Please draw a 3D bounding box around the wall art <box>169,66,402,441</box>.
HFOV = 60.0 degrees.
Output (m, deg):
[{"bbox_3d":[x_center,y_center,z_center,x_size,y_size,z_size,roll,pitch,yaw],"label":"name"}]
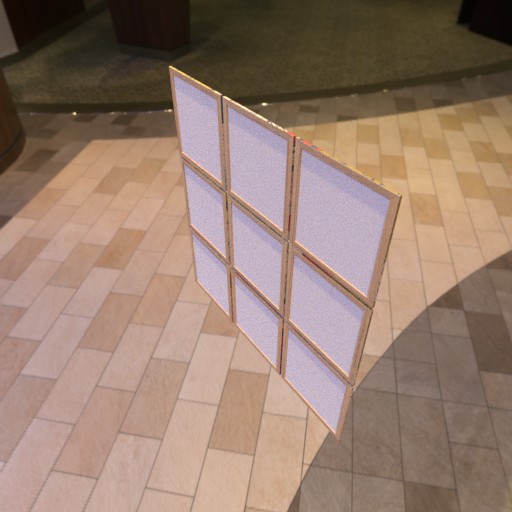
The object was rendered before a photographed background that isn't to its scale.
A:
[{"bbox_3d":[0.000,0.000,2.324,0.013,1.534,1.519,-25,46,-27],"label":"wall art"}]
